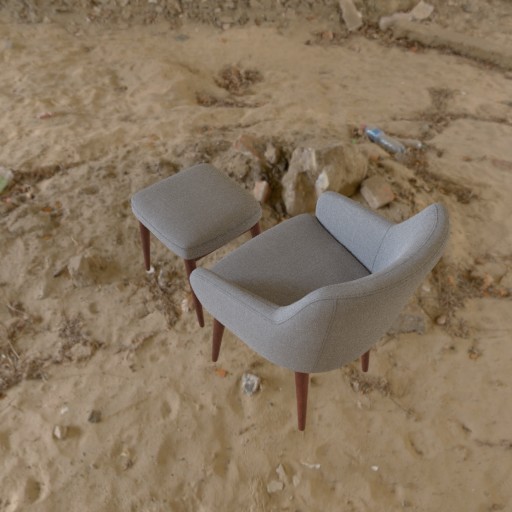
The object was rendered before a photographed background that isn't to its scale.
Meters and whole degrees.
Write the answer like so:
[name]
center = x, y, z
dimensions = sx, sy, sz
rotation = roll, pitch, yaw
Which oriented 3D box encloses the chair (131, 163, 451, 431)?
[chair]
center = 0.000, 0.000, 1.524
dimensions = 0.584, 0.799, 1.107
rotation = -32, 54, -27
